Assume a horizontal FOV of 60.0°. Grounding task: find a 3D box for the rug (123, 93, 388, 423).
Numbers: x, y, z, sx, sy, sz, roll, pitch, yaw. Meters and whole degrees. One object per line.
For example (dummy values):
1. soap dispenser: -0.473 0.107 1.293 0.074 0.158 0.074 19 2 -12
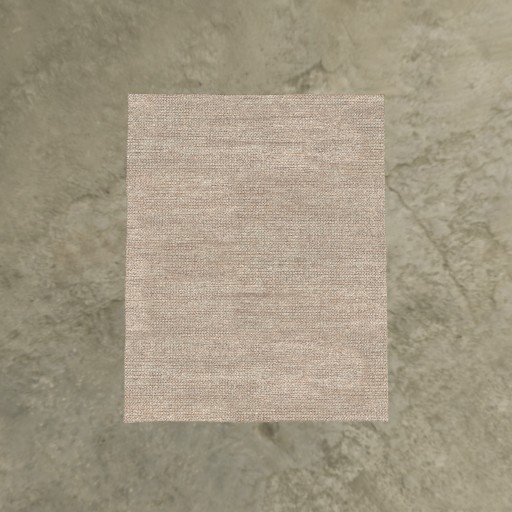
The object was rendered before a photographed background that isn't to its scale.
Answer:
1. rug: 0.000 0.000 4.106 2.429 0.030 3.052 0 88 0
